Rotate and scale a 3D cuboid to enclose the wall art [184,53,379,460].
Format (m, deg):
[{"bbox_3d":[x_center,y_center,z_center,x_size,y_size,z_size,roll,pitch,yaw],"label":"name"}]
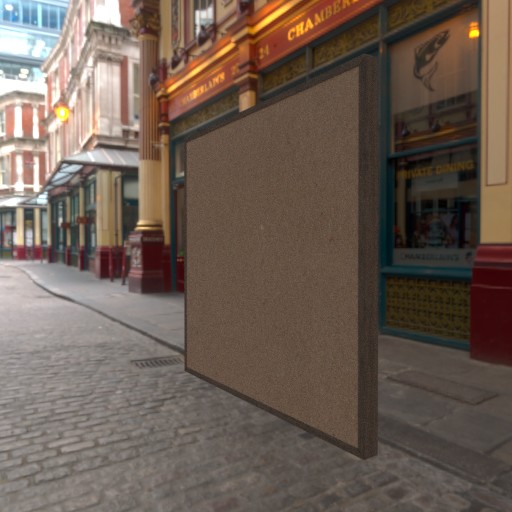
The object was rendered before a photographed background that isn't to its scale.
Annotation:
[{"bbox_3d":[0.000,0.000,1.152,0.038,0.762,0.762,0,1,-35],"label":"wall art"}]
